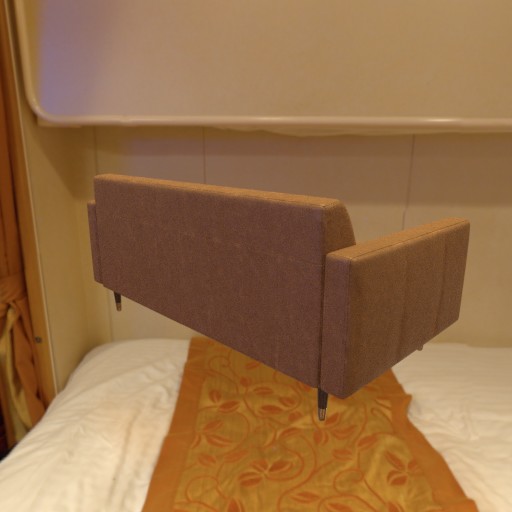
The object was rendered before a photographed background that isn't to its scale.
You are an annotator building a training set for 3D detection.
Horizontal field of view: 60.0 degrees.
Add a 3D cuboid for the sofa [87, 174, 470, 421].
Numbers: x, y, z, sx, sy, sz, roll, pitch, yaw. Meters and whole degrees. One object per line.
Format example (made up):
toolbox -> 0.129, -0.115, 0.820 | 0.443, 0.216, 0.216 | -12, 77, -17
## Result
sofa -> 0.000, 0.000, 2.350 | 0.993, 0.821, 1.847 | -14, 21, -43
